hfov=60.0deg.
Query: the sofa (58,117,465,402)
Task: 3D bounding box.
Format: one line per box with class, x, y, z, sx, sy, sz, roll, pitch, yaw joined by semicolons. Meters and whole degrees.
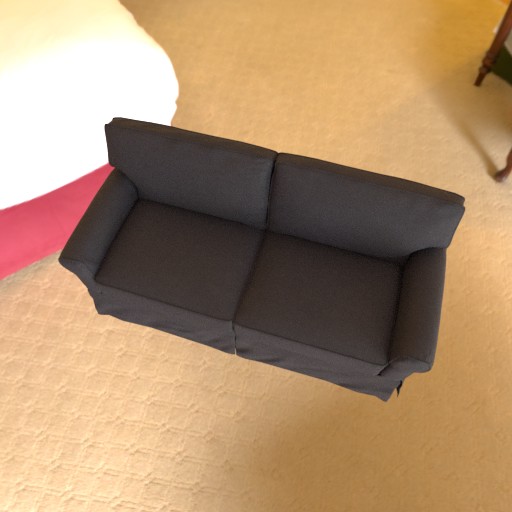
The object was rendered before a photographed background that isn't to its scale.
sofa;0.000;0.000;2.791;2.256;1.094;0.983;15;60;9
